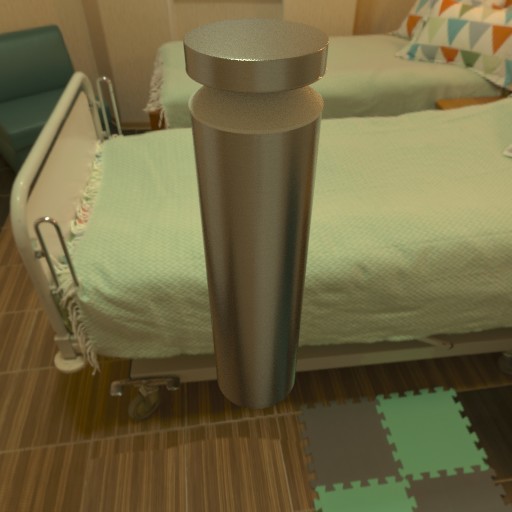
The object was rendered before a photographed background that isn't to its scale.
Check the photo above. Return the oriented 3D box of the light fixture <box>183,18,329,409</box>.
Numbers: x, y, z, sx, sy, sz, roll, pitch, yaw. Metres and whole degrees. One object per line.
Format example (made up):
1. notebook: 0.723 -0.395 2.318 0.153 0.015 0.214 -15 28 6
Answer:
1. light fixture: 0.000 0.000 0.437 0.102 0.400 0.102 -26 48 -27
